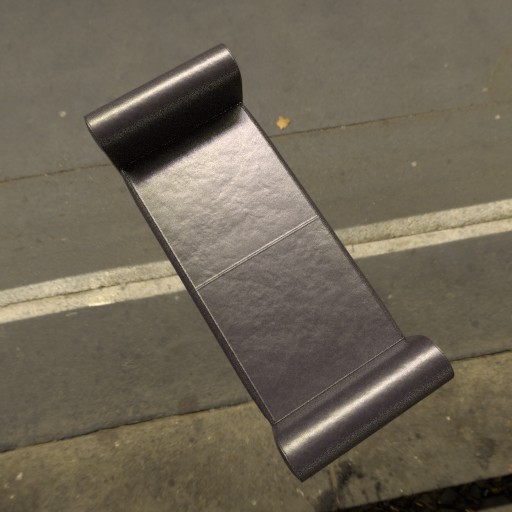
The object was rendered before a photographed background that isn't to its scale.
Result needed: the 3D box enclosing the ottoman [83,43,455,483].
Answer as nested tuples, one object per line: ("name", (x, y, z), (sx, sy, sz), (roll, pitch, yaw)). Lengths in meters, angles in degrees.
("ottoman", (0.000, 0.000, 1.525), (0.521, 0.547, 1.256), (-31, 79, -7))
